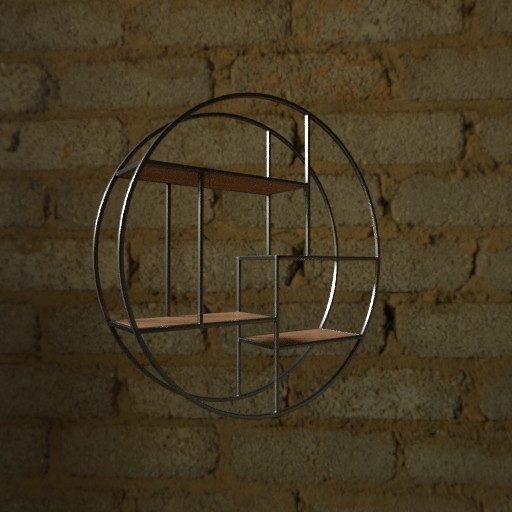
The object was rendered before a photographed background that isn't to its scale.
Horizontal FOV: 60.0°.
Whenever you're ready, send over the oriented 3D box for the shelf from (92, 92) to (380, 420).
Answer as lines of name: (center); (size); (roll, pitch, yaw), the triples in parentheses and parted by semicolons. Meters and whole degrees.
shelf: (0.000, 0.000, 1.310); (0.888, 0.888, 0.202); (1, -2, -36)
